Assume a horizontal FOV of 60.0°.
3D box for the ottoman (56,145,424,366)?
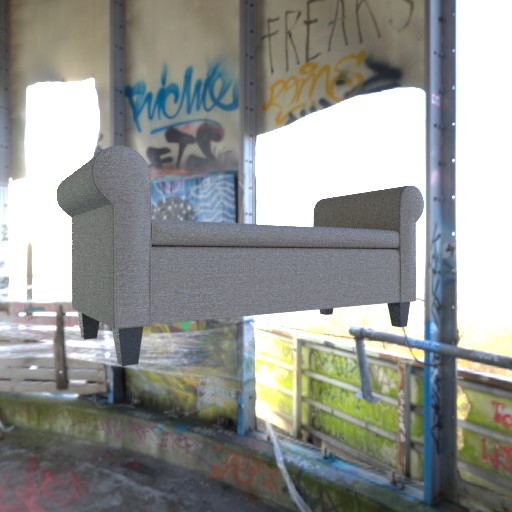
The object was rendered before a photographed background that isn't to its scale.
[{"bbox_3d":[0.000,0.000,1.601,1.256,0.547,0.521,0,0,-34],"label":"ottoman"}]
